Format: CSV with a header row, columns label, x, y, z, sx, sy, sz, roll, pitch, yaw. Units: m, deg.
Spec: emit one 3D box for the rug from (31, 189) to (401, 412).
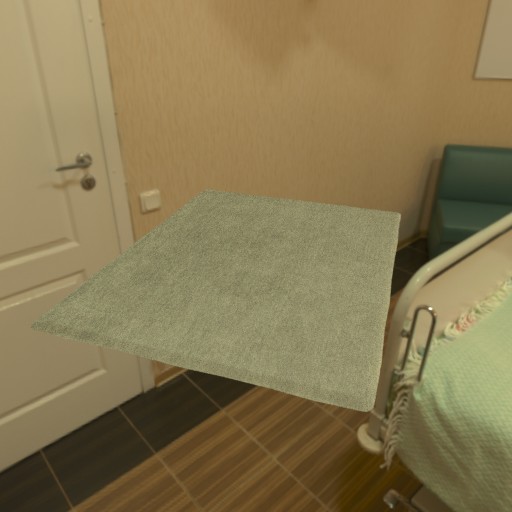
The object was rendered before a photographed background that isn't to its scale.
label,x,y,z,sx,sy,sz,roll,pitch,yaw
rug,0.000,0.000,3.904,2.332,0.027,2.933,9,30,17
